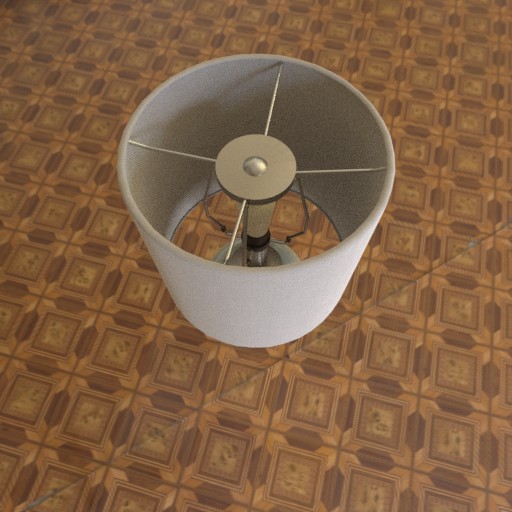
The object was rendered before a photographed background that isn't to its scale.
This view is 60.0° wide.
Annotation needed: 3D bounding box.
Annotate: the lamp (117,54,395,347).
[{"bbox_3d":[0.000,0.000,0.479,0.201,0.353,0.201,-16,65,-8],"label":"lamp"}]
